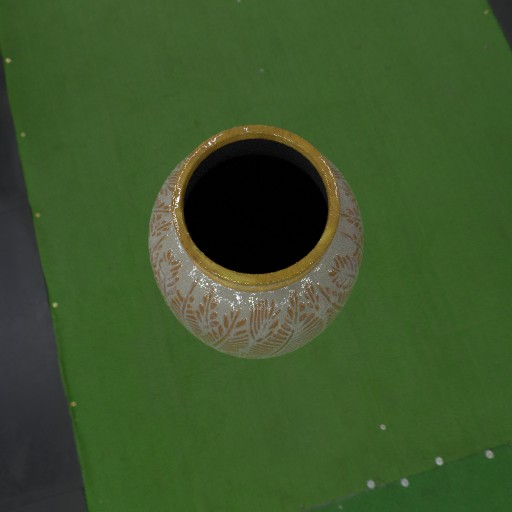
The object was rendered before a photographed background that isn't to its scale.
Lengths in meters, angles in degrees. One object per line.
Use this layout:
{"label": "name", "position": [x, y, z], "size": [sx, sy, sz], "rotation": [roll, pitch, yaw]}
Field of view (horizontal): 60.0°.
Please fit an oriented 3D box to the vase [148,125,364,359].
{"label": "vase", "position": [0.000, 0.000, 0.381], "size": [0.172, 0.270, 0.172], "rotation": [0, 77, 0]}
